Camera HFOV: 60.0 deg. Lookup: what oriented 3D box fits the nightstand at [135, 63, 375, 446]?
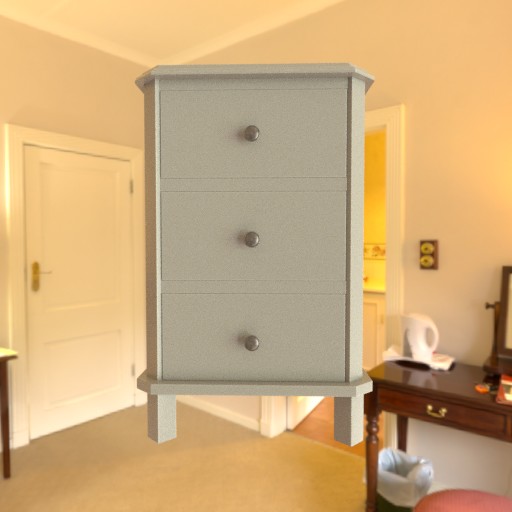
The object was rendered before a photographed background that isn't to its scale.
[{"bbox_3d":[0.000,0.000,0.947,0.435,0.680,0.348,0,2,2],"label":"nightstand"}]
